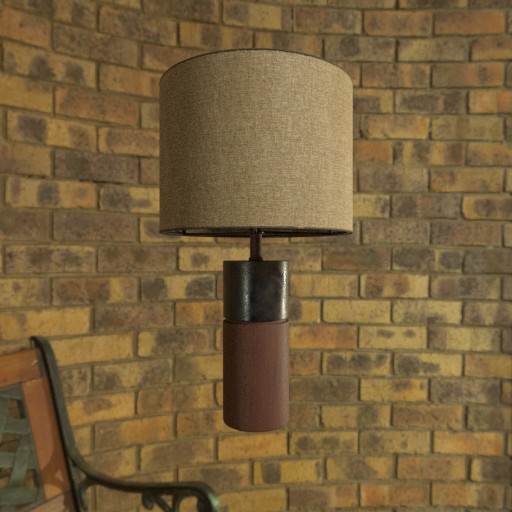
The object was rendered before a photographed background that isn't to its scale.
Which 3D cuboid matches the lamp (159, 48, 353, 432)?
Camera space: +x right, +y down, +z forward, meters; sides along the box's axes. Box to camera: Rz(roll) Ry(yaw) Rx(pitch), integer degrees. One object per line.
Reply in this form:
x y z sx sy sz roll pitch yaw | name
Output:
0.000 0.000 0.473 0.202 0.350 0.202 0 0 0 | lamp
